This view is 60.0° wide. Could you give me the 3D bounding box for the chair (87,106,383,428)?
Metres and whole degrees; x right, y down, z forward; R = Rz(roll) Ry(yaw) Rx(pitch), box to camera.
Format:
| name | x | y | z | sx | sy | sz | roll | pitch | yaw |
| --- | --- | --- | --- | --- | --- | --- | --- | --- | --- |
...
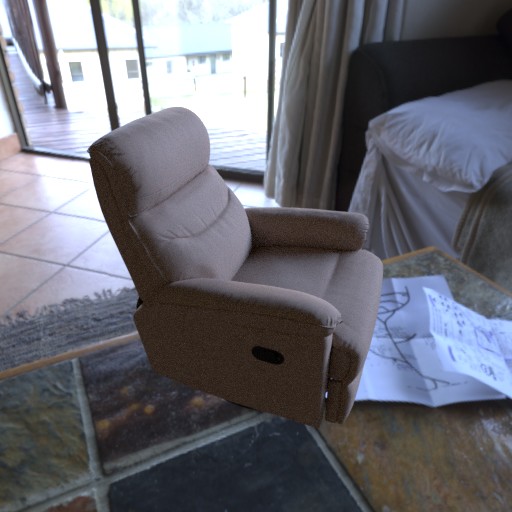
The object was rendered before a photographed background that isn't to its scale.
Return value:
| name | x | y | z | sx | sy | sz | roll | pitch | yaw |
| --- | --- | --- | --- | --- | --- | --- | --- | --- | --- |
| chair | 0.000 | 0.000 | 1.783 | 1.004 | 1.037 | 0.820 | 10 | 33 | 17 |
